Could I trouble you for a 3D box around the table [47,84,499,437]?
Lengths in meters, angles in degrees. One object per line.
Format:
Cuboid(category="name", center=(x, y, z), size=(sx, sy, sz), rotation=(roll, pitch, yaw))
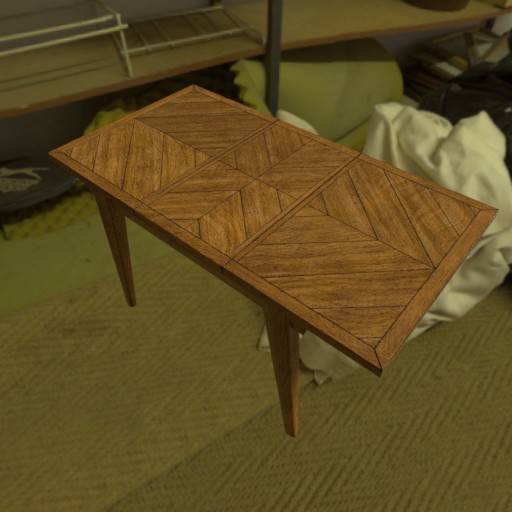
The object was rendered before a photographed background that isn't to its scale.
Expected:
Cuboid(category="table", center=(0.000, 0.000, 1.804), size=(1.400, 0.760, 0.757), rotation=(31, 53, 27))
